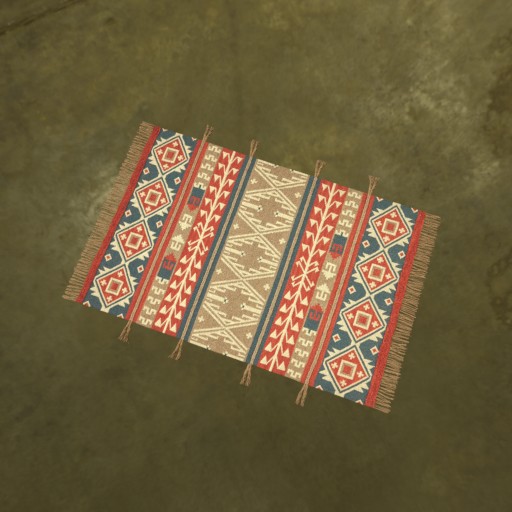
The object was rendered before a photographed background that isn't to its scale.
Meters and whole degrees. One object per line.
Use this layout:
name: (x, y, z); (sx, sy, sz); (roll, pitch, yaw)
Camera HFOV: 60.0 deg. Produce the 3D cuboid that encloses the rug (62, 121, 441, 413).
rug: (0.000, 0.000, 3.252); (2.450, 0.048, 1.778); (19, 77, 4)
